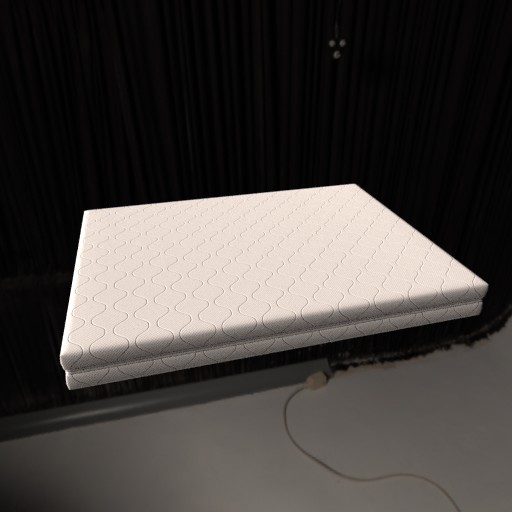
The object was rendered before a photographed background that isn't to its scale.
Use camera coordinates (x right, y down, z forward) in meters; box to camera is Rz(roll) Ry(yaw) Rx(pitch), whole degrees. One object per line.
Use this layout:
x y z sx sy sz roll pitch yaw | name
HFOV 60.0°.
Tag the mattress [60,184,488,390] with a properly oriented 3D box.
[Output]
0.000 0.000 2.495 1.900 0.200 1.400 -8 30 -13 | mattress
